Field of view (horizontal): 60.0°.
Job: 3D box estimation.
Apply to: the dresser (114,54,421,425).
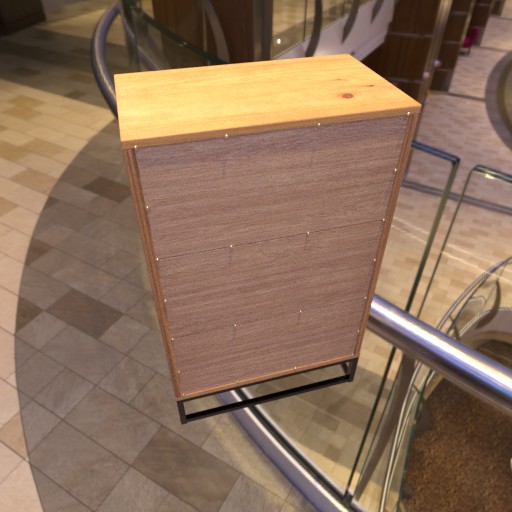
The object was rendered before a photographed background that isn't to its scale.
[{"bbox_3d":[0.000,0.000,1.639,0.761,1.240,0.479,-10,42,-12],"label":"dresser"}]
